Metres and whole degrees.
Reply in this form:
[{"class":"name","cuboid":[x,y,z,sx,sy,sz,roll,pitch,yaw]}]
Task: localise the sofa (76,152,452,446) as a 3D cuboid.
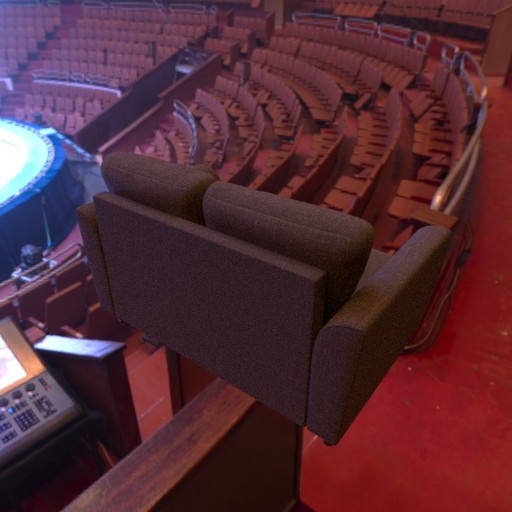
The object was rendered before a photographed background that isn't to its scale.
[{"class":"sofa","cuboid":[0.000,0.000,2.005,1.423,0.885,0.851,21,36,32]}]
